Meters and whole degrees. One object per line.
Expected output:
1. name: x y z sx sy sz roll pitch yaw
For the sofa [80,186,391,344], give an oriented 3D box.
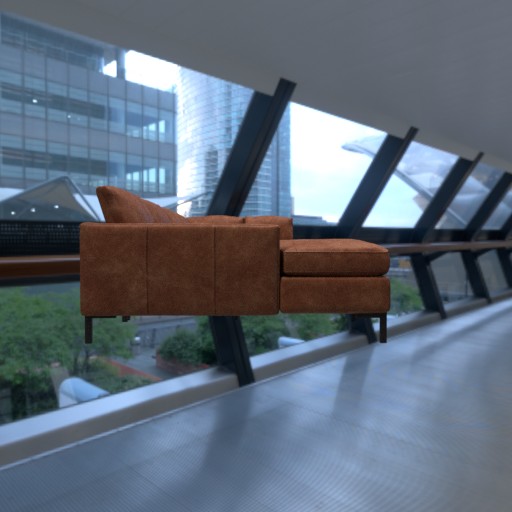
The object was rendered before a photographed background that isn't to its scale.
1. sofa: 0.000 0.000 3.857 1.939 0.900 2.956 0 1 0
